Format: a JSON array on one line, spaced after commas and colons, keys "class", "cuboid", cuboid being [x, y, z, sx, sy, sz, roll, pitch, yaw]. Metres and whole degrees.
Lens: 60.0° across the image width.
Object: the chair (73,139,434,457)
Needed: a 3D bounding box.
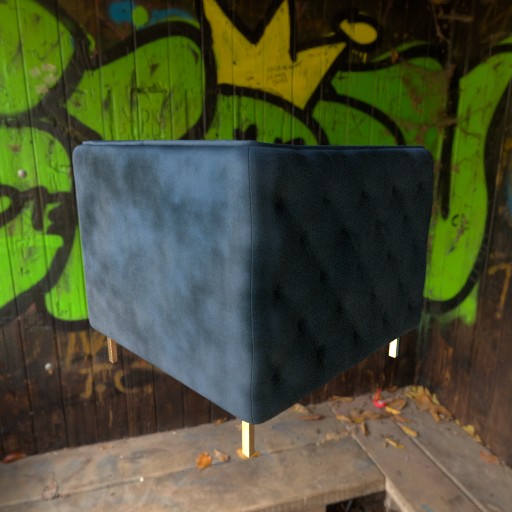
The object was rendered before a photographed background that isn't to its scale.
[{"class": "chair", "cuboid": [0.000, 0.000, 1.525, 0.868, 0.771, 0.877, 14, 20, 43]}]
